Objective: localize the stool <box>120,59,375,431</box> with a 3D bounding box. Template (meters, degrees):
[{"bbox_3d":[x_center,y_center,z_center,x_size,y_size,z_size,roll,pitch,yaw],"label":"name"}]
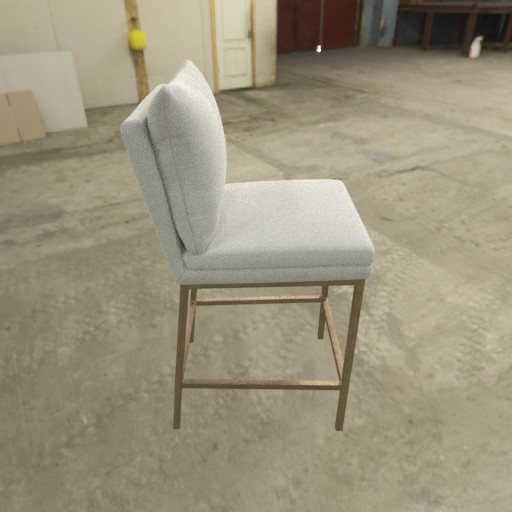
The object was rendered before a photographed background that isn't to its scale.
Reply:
[{"bbox_3d":[0.000,0.000,1.316,0.572,1.032,0.463,0,31,-1],"label":"stool"}]
